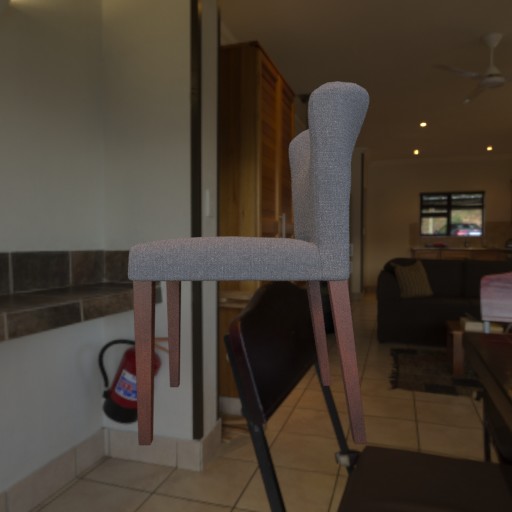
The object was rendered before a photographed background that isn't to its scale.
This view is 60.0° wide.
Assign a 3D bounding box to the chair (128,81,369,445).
[{"bbox_3d":[0.000,0.000,1.204,0.589,0.839,0.491,0,1,-1],"label":"chair"}]
